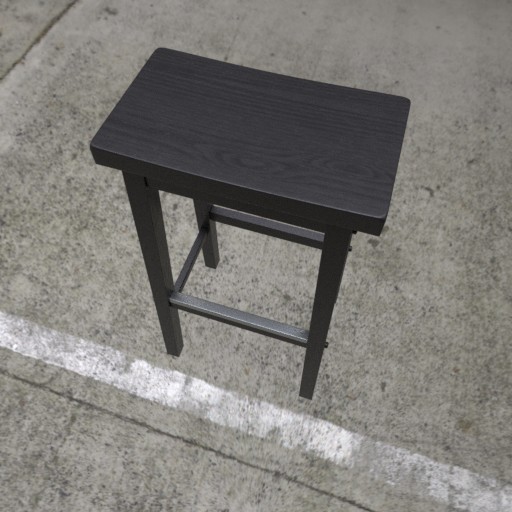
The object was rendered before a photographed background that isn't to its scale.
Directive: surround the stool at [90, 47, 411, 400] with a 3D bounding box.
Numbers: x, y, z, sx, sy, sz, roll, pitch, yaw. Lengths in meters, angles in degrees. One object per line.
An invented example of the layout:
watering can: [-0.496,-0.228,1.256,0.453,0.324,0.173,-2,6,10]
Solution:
stool: [0.000,0.000,0.940,0.406,0.742,0.322,15,60,9]
